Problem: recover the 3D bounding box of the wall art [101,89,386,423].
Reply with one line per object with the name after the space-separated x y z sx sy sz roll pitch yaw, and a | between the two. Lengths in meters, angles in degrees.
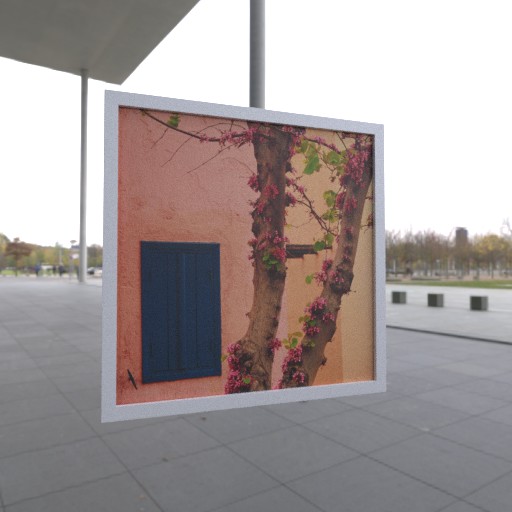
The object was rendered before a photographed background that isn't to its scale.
0.000 0.000 0.776 0.507 0.508 0.038 1 -2 -19 | wall art
